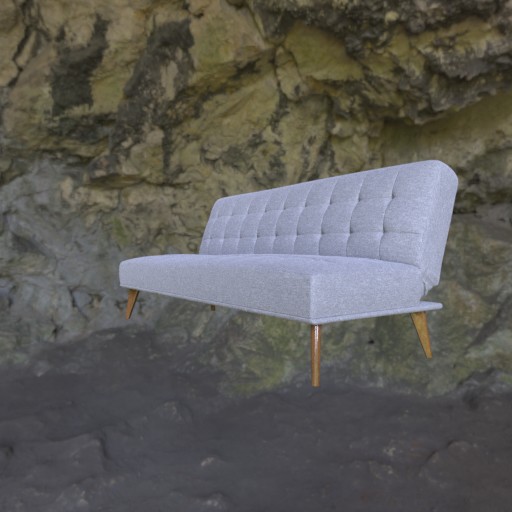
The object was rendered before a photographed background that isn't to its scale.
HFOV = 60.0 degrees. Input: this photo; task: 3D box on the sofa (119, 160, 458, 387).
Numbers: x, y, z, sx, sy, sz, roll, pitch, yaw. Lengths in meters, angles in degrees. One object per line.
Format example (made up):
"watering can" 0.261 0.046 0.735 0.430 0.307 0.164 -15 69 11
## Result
"sofa" 0.000 0.000 2.347 0.860 0.810 1.800 -1 1 -36
